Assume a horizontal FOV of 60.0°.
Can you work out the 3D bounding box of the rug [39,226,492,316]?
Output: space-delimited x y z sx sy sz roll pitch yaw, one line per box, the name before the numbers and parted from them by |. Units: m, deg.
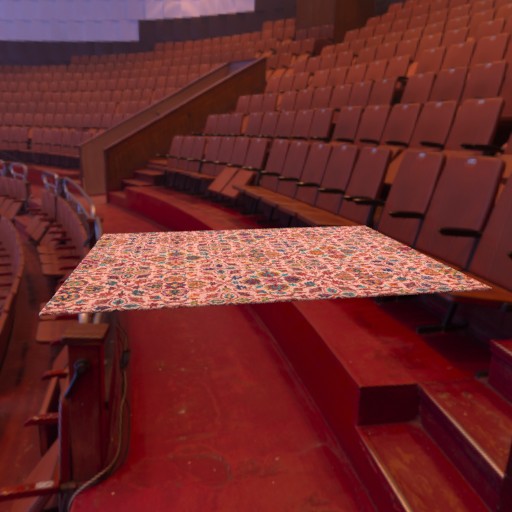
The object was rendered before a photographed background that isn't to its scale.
rug | 0.000 0.000 4.247 3.215 0.020 2.446 -2 15 -9
